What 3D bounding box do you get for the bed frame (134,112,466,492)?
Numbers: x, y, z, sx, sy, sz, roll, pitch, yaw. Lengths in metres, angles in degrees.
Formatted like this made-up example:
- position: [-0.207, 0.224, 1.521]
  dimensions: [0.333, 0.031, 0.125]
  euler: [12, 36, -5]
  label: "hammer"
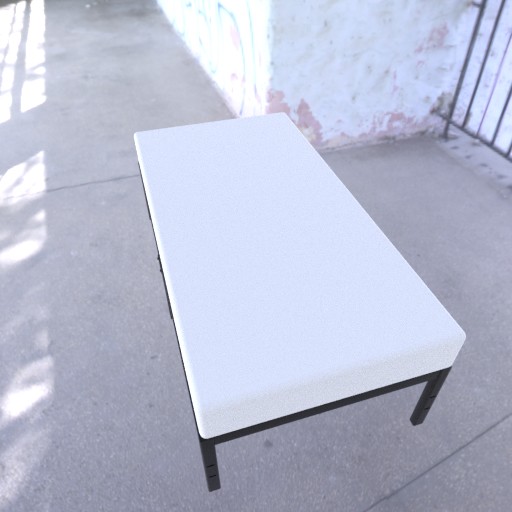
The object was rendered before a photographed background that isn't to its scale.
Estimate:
- position: [0.000, 0.000, 2.390]
  dimensions: [1.023, 0.659, 1.950]
  euler: [-12, 44, -13]
  label: "bed frame"
